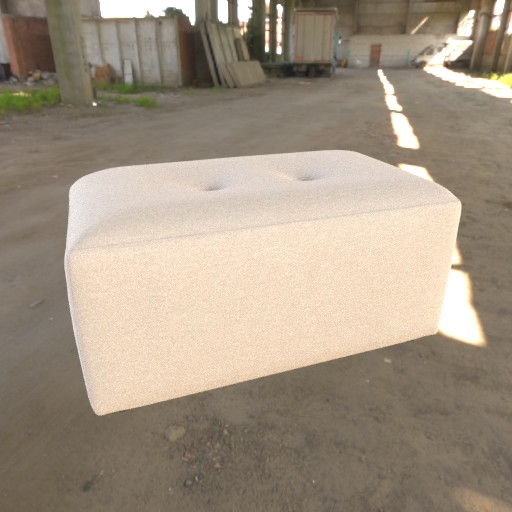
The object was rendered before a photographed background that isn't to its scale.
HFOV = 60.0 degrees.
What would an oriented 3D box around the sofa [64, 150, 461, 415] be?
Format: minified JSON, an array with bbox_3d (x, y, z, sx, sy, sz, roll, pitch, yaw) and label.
[{"bbox_3d":[0.000,0.000,1.210,0.930,0.470,0.480,-9,27,-18],"label":"sofa"}]
